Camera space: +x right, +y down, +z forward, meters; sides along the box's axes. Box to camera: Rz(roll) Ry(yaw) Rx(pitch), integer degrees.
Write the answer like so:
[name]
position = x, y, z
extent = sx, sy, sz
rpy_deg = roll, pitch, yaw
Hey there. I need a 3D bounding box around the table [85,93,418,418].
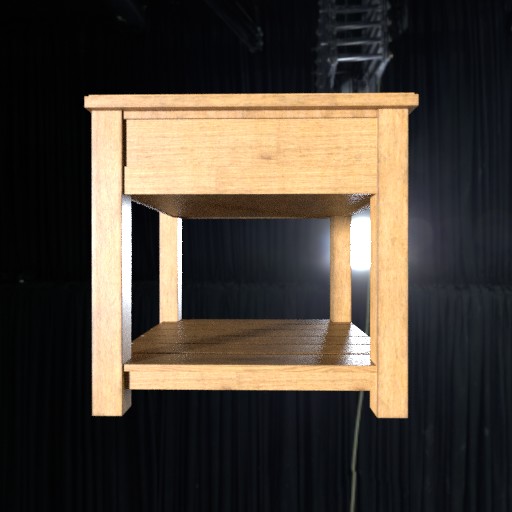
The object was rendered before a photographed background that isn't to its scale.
[table]
position = 0.000, 0.000, 1.110
extent = 0.612, 0.593, 0.616
rpy_deg = 0, 0, 1
